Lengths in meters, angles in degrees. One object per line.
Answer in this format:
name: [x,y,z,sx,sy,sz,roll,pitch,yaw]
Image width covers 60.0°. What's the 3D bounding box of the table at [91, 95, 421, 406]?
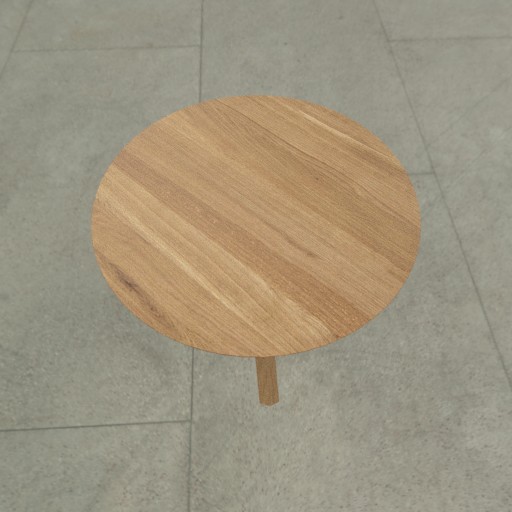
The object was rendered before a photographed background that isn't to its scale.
table: [0.000,0.000,1.701,1.038,0.666,1.038,0,58,0]
